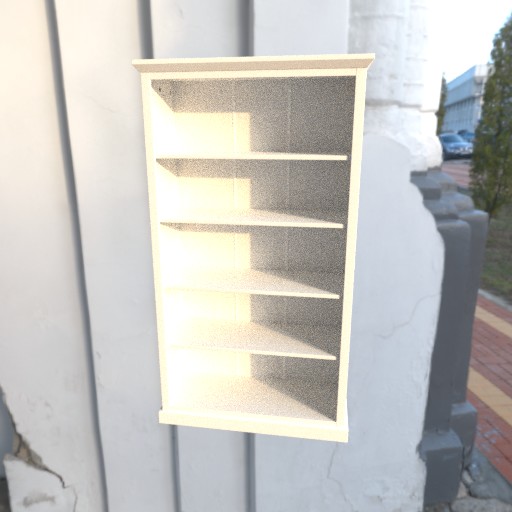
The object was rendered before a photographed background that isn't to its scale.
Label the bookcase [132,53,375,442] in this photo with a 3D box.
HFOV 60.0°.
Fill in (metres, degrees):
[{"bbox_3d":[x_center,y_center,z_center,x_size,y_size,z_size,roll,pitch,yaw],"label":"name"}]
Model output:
[{"bbox_3d":[0.000,0.000,2.344,1.050,1.880,0.432,2,16,9],"label":"bookcase"}]
